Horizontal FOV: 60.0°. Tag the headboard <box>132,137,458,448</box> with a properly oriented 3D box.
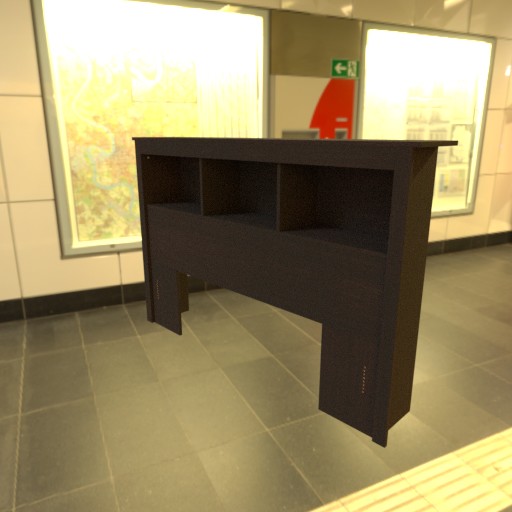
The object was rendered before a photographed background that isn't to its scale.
[{"bbox_3d":[0.000,0.000,2.130,0.279,1.092,1.671,-15,22,-43],"label":"headboard"}]
